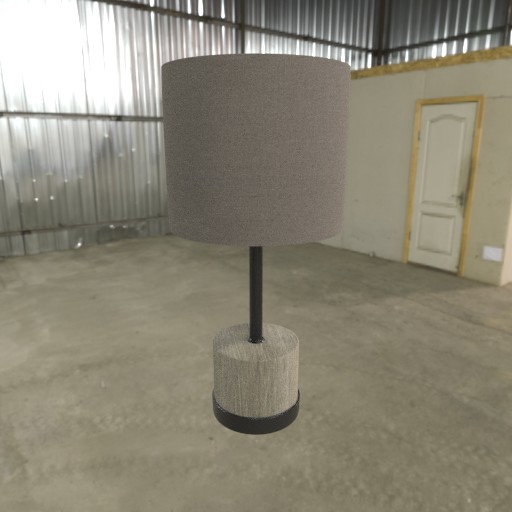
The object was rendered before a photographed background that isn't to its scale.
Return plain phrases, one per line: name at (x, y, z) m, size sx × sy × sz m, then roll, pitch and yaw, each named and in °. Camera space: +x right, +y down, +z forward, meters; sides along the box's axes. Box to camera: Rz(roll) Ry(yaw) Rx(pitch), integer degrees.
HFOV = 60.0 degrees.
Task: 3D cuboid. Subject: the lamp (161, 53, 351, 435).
lamp at (0.000, 0.000, 0.602) m, size 0.229 × 0.470 × 0.229 m, roll -2°, pitch 15°, yaw -8°
